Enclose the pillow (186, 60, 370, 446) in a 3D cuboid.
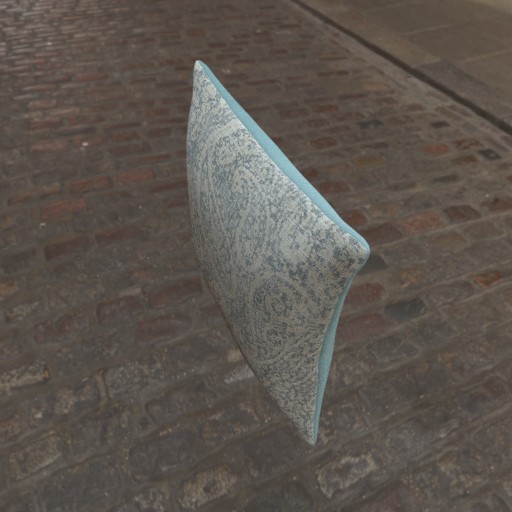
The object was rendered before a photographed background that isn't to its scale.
[{"bbox_3d":[0.000,0.000,0.797,0.166,0.507,0.526,-18,49,-17],"label":"pillow"}]
